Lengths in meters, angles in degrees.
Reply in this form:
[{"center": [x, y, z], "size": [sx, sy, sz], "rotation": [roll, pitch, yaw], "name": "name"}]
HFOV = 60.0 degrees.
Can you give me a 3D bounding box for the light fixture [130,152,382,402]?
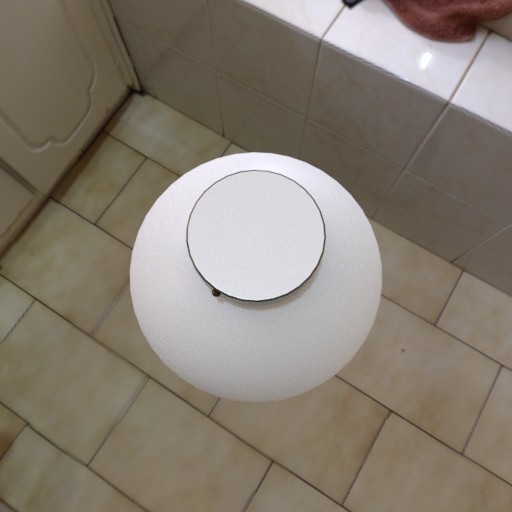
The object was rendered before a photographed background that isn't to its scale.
[{"center": [0.000, 0.000, 0.555], "size": [0.355, 0.177, 0.355], "rotation": [0, 74, 0], "name": "light fixture"}]
